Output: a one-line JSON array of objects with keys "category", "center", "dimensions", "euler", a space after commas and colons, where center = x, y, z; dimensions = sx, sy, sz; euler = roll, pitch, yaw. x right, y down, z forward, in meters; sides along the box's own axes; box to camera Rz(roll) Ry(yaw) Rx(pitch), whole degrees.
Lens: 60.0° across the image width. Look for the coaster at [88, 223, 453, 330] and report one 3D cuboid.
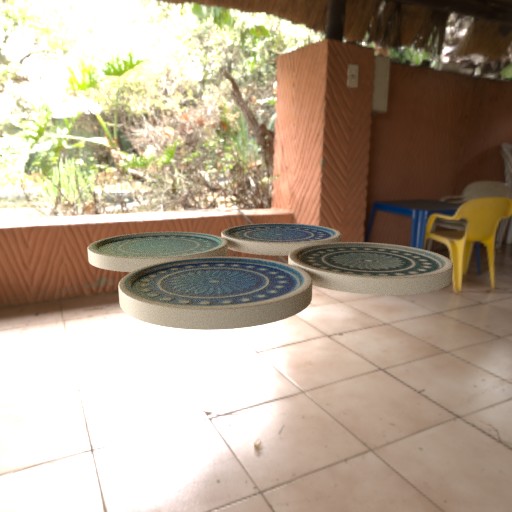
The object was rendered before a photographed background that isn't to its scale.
[{"category": "coaster", "center": [0.000, 0.000, 0.329], "dimensions": [0.220, 0.010, 0.224], "euler": [-7, 14, -27]}]
